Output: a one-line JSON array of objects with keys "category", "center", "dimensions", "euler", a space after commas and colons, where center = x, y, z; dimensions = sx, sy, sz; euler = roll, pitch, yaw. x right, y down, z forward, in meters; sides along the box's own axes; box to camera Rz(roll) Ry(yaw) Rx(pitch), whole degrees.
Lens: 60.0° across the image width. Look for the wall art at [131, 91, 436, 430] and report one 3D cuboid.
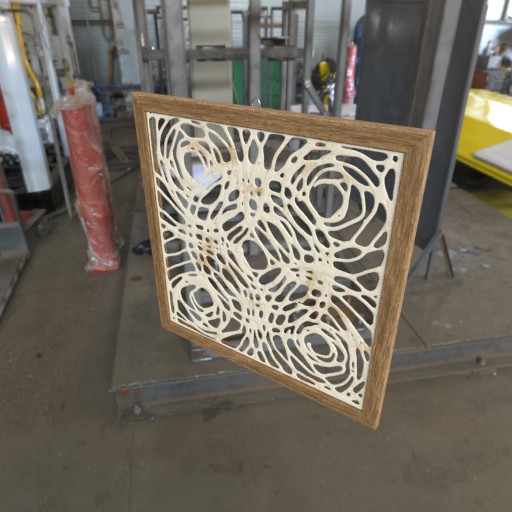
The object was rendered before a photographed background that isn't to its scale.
[{"category": "wall art", "center": [0.000, 0.000, 0.847], "dimensions": [0.561, 0.576, 0.021], "euler": [18, 34, 29]}]
